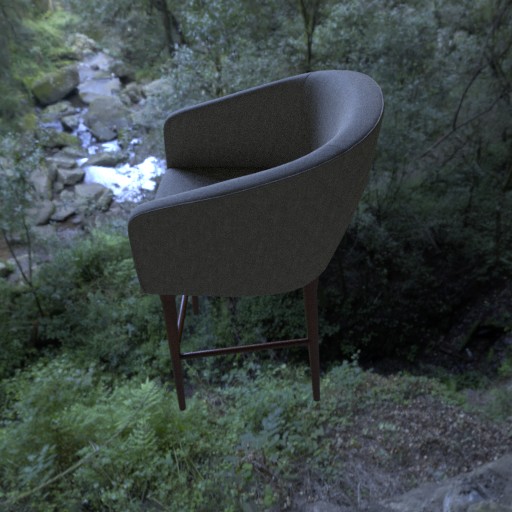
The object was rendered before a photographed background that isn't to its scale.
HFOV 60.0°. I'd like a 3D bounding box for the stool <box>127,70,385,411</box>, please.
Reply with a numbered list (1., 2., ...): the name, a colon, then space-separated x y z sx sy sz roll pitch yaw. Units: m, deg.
1. stool: 0.000 0.000 1.419 0.607 1.078 0.559 0 41 0
